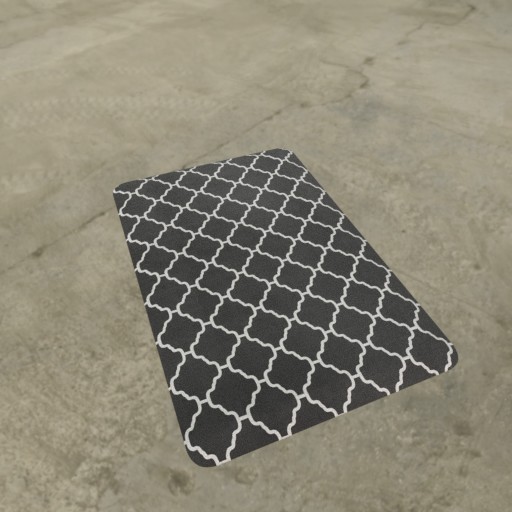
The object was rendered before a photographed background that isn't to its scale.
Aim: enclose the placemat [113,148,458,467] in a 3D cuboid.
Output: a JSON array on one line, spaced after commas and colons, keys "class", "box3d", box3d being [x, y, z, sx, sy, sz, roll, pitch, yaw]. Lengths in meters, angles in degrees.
[{"class": "placemat", "box3d": [0.000, 0.000, 0.967, 0.508, 0.021, 0.762, -16, 48, -15]}]
